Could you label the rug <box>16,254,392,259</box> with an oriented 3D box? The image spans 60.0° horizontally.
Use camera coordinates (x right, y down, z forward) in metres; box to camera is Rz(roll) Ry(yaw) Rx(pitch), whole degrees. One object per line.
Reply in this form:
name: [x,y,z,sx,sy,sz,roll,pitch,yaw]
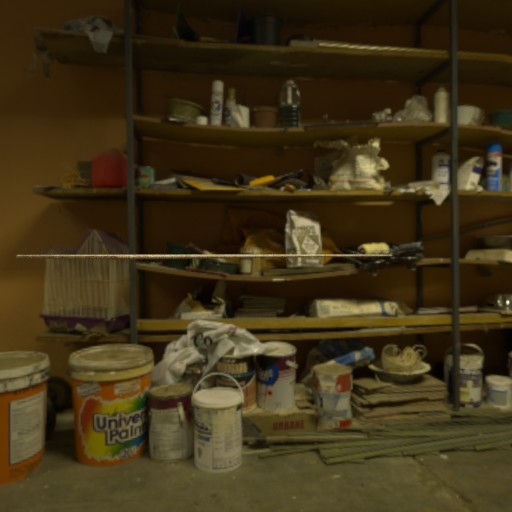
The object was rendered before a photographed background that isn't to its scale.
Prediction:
rug: [0.000,0.000,2.490,0.691,0.013,2.289,0,0,38]
